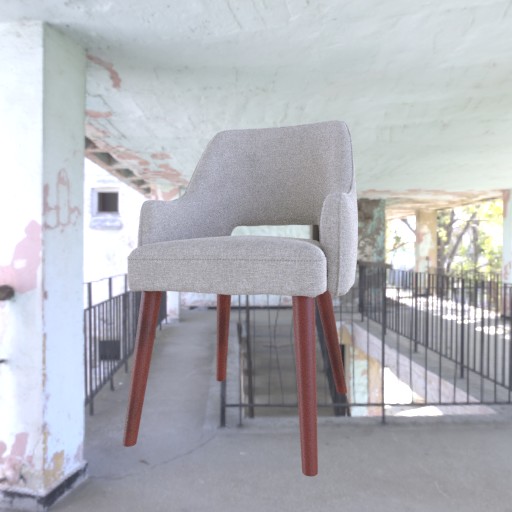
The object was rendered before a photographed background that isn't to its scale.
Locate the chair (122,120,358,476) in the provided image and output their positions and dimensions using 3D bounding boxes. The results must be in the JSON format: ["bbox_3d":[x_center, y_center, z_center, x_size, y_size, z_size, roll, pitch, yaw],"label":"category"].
[{"bbox_3d":[0.000,0.000,1.209,0.548,0.849,0.605,0,1,18],"label":"chair"}]
